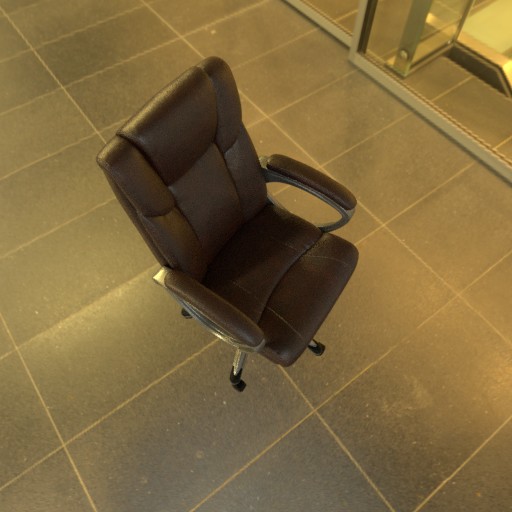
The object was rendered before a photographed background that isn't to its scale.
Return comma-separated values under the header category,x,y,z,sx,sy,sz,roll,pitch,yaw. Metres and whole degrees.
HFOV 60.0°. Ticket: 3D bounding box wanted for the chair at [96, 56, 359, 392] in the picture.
category,x,y,z,sx,sy,sz,roll,pitch,yaw
chair,0.000,0.000,1.581,0.692,1.128,0.656,30,64,16
